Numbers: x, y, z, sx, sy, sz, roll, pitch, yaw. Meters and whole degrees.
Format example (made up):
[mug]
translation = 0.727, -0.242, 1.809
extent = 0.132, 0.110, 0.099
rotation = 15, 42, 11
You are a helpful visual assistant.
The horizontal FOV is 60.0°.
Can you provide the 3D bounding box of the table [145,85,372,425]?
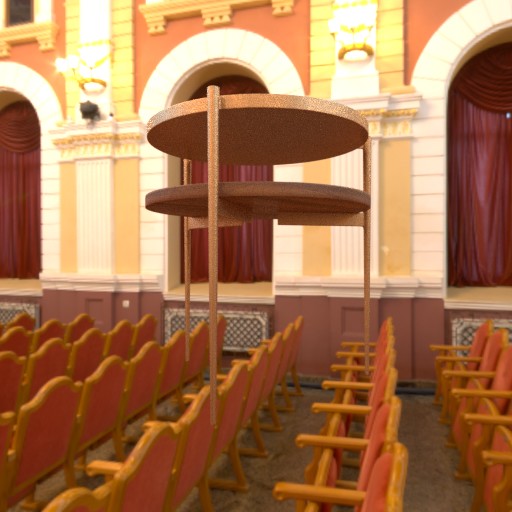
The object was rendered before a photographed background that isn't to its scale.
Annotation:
[table]
translation = 0.000, 0.000, 0.859
extent = 0.430, 0.493, 0.456
rotation = 0, 0, 17
